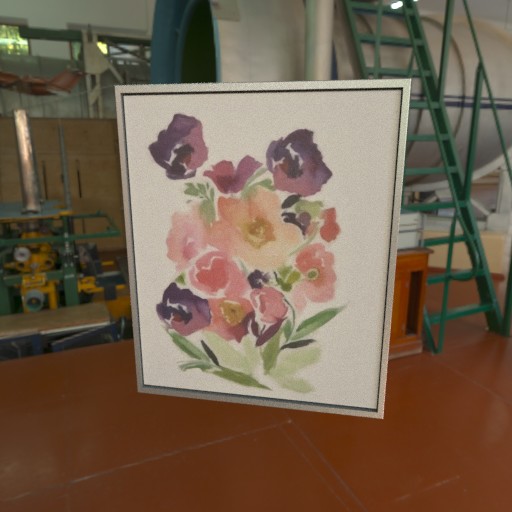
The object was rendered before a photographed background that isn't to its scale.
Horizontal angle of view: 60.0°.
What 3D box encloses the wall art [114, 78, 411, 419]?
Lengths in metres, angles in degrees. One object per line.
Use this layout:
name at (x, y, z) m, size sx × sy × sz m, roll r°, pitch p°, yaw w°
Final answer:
wall art at (0.000, 0.000, 0.752) m, size 0.452 × 0.549 × 0.038 m, roll 3°, pitch 15°, yaw 10°
